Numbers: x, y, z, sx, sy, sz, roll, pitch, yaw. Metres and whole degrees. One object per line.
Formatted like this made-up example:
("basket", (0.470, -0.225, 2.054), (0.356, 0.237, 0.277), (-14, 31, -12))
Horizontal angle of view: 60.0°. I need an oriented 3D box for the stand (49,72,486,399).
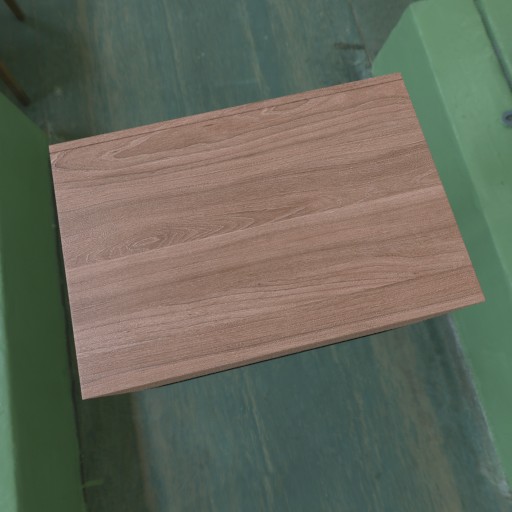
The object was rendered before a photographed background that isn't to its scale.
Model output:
("stand", (0.000, 0.000, 0.932), (0.600, 0.500, 0.420), (-13, 76, -3))
